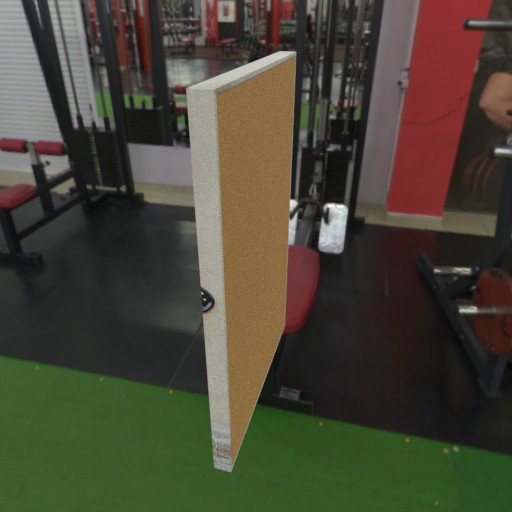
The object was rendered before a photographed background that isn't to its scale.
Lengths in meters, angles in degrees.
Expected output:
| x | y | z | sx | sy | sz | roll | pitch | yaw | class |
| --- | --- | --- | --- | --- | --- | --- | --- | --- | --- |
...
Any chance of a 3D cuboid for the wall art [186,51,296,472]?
| x | y | z | sx | sy | sz | roll | pitch | yaw | class |
| --- | --- | --- | --- | --- | --- | --- | --- | --- | --- |
| 0.000 | 0.000 | 0.959 | 0.038 | 0.764 | 0.508 | 8 | 31 | 14 | wall art |
